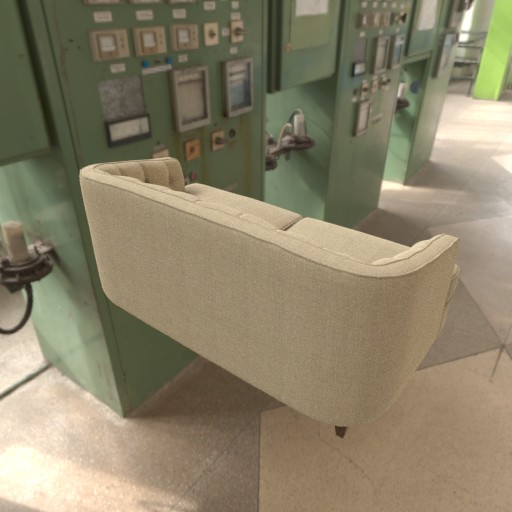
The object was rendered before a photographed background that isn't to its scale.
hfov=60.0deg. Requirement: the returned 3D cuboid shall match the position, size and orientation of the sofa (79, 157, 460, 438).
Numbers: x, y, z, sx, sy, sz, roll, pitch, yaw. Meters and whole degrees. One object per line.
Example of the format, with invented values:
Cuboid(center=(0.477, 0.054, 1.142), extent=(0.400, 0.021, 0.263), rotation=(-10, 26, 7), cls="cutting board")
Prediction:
Cuboid(center=(0.000, 0.000, 2.208), extent=(1.733, 0.855, 0.941), rotation=(21, 37, 31), cls="sofa")
